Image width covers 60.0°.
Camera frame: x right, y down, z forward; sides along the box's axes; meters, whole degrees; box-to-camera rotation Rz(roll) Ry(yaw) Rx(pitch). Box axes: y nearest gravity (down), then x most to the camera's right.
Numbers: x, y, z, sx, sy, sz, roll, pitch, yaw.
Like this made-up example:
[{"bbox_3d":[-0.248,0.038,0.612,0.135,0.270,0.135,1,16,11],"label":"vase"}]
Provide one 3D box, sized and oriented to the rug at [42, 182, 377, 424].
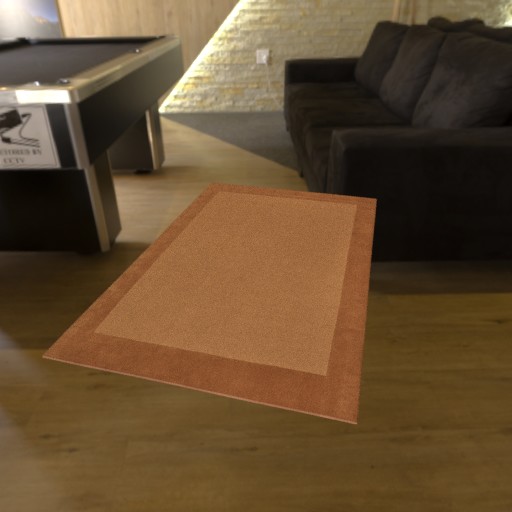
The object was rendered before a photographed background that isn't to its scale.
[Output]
[{"bbox_3d":[0.000,0.000,3.019,1.524,0.014,2.438,8,31,13],"label":"rug"}]
